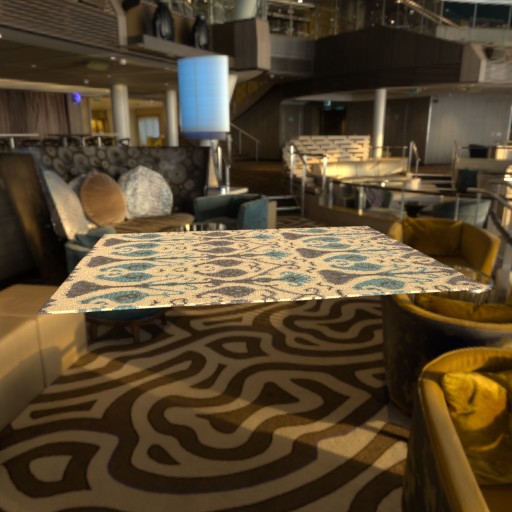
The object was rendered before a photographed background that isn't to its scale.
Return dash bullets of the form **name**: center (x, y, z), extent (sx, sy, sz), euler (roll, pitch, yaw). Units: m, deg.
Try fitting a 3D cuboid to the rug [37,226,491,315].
- **rug**: center (0.000, 0.000, 2.961), extent (2.261, 0.013, 1.676), euler (-2, 15, -8)
